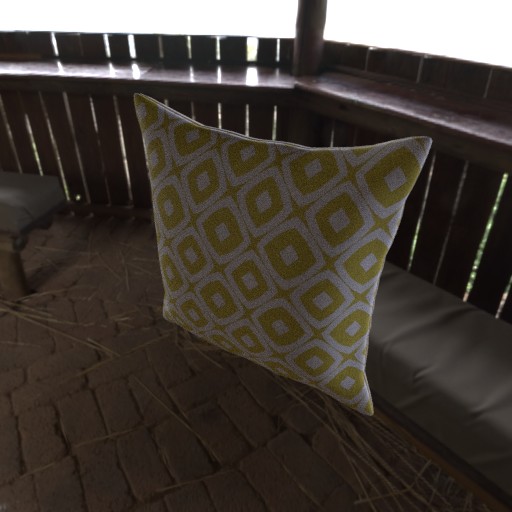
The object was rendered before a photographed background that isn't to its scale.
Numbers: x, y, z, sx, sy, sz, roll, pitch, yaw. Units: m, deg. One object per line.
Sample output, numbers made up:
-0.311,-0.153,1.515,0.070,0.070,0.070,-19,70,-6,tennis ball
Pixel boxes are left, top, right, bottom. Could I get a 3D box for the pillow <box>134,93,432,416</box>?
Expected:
0.000,0.000,0.773,0.504,0.494,0.188,19,36,28,pillow
